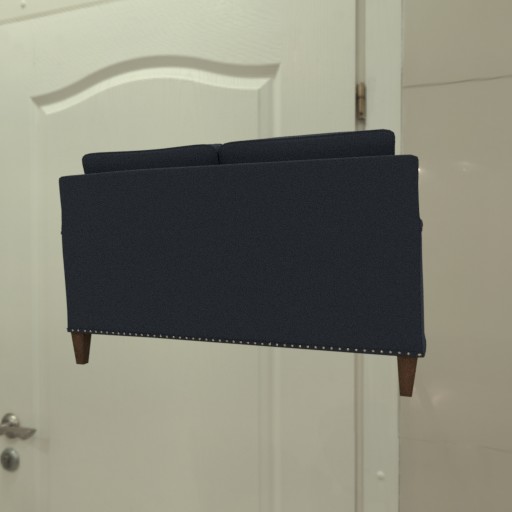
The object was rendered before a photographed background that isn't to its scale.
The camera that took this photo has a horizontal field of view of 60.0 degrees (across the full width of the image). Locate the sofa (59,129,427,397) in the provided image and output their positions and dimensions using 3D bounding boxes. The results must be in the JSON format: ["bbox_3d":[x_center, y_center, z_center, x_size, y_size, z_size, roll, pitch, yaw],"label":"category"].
[{"bbox_3d":[0.000,0.000,2.235,1.597,1.003,1.084,0,1,18],"label":"sofa"}]
